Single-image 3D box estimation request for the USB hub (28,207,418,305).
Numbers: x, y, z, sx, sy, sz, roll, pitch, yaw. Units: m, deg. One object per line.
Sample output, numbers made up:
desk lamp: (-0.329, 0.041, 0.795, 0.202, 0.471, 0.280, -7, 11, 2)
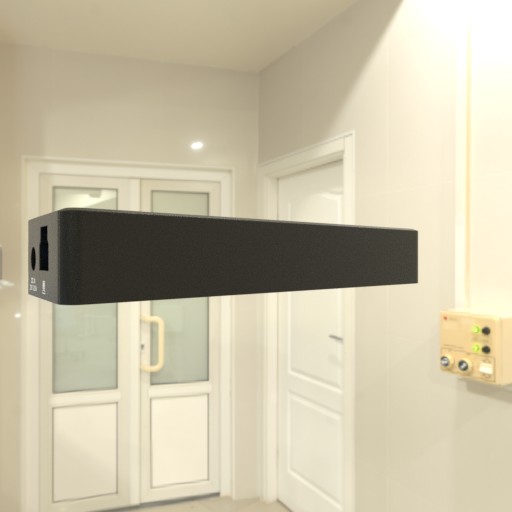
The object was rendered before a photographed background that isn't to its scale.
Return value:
USB hub: (0.000, 0.000, 0.163, 0.145, 0.023, 0.044, 0, 0, -37)
